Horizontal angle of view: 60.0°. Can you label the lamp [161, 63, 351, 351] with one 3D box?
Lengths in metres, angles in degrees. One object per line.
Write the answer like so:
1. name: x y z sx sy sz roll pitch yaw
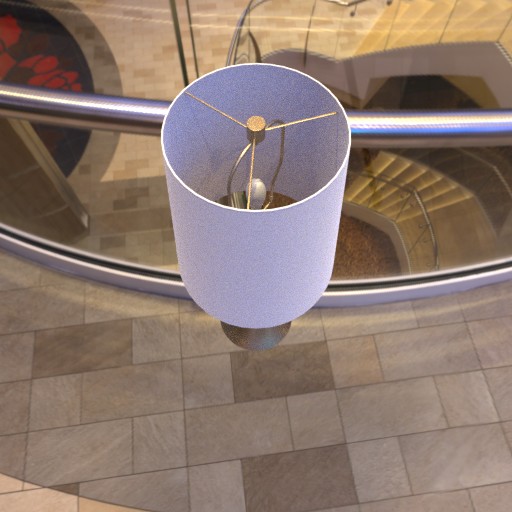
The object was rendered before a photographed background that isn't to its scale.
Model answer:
1. lamp: 0.000 0.000 0.669 0.231 0.569 0.231 0 64 0
